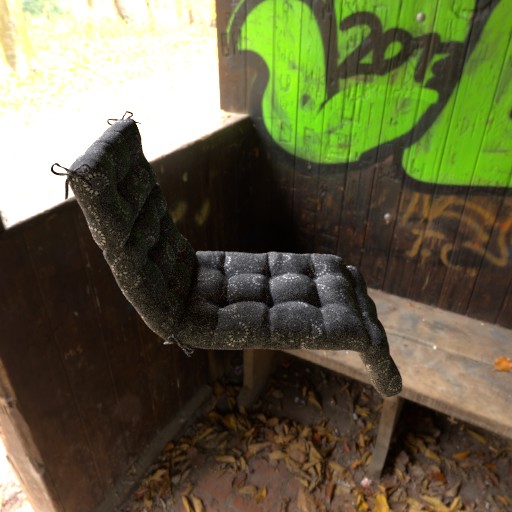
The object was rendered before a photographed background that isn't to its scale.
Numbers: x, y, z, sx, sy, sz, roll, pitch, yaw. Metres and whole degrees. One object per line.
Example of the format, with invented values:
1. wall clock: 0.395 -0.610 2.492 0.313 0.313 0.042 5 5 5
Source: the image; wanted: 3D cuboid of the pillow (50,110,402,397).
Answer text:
1. pillow: 0.000 0.000 1.513 1.016 0.863 0.526 0 32 0
